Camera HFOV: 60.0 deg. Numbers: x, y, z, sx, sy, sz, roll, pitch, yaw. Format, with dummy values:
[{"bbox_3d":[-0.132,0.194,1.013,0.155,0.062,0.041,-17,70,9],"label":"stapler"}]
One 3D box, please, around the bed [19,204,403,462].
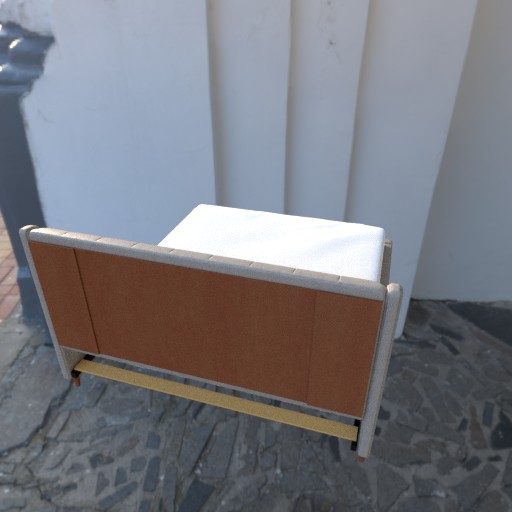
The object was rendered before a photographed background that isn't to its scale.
[{"bbox_3d":[0.000,0.000,3.457,2.062,1.289,2.342,9,32,15],"label":"bed"}]
